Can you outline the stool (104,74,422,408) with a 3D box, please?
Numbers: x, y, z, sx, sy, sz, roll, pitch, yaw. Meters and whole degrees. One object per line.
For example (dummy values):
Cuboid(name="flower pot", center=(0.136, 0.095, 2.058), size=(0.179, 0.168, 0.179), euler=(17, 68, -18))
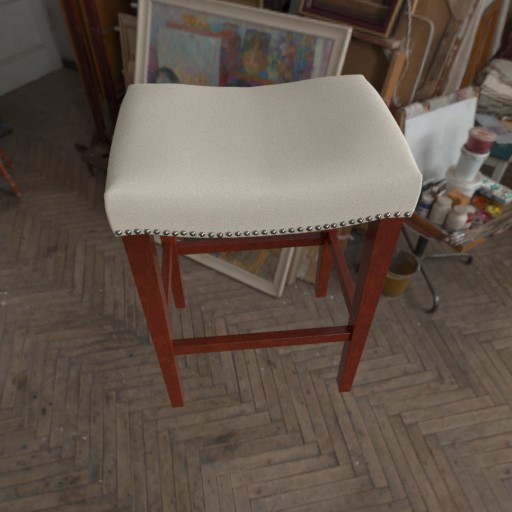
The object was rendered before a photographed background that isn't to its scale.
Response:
Cuboid(name="stool", center=(0.000, 0.000, 1.044), size=(0.504, 0.742, 0.372), euler=(-4, 47, -4))
